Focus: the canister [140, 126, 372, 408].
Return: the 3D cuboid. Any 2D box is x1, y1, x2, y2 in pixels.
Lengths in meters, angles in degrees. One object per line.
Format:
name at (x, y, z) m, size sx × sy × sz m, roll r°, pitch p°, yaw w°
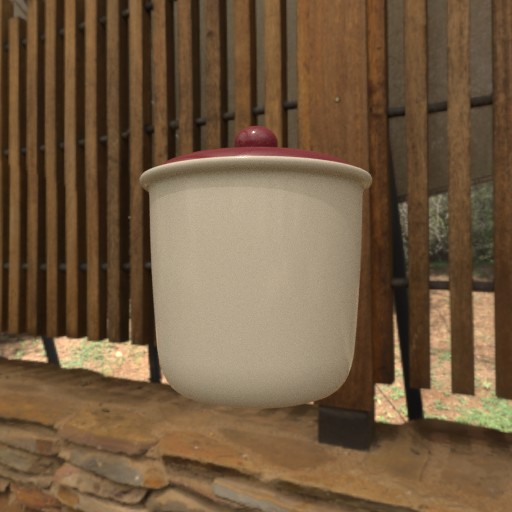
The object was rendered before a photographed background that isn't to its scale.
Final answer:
canister at (0.000, 0.000, 0.357) m, size 0.182 × 0.208 × 0.182 m, roll 0°, pitch -1°, yaw 0°
